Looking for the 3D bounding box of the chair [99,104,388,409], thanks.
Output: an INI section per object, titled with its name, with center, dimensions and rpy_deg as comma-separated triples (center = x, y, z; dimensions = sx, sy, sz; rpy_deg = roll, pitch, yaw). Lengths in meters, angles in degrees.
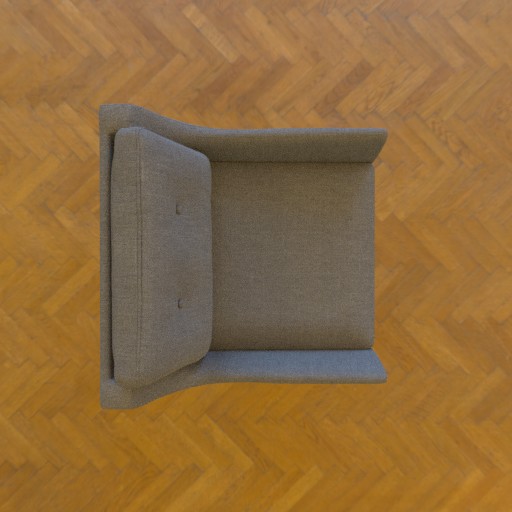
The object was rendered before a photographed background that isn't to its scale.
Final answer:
[chair]
center = 0.000, 0.000, 1.521
dimensions = 0.849, 0.828, 0.847
rpy_deg = 0, 90, -1
